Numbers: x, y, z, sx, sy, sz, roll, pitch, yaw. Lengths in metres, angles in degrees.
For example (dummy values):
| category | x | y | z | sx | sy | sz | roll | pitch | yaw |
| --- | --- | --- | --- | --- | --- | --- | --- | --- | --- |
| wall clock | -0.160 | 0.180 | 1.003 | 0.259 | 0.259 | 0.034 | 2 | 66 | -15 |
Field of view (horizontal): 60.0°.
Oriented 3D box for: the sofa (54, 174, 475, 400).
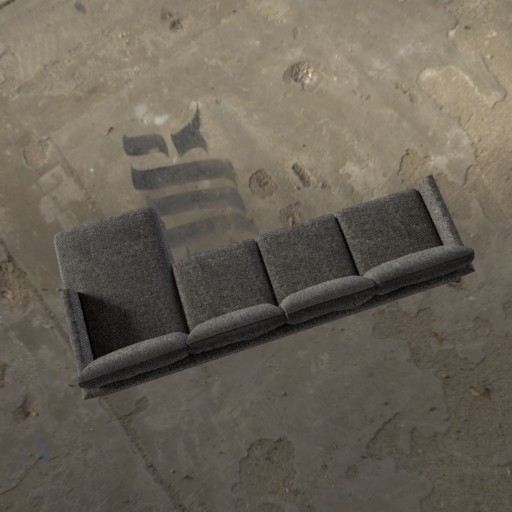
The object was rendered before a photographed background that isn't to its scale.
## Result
| category | x | y | z | sx | sy | sz | roll | pitch | yaw |
| --- | --- | --- | --- | --- | --- | --- | --- | --- | --- |
| sofa | 0.000 | 0.000 | 3.976 | 3.384 | 0.970 | 1.488 | -17 | 77 | -4 |
